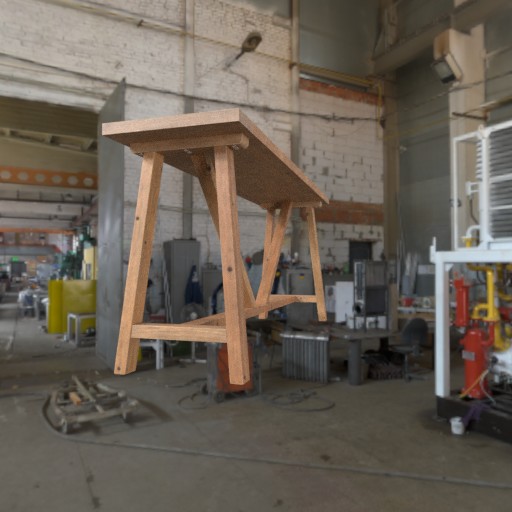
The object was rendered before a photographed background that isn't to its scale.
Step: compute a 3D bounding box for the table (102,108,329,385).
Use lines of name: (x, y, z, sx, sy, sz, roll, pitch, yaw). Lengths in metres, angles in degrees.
table: (0.000, 0.000, 2.196, 0.465, 0.810, 1.800, 0, -1, 17)
